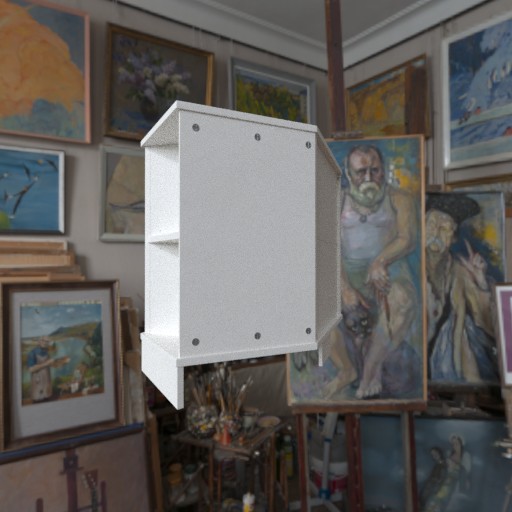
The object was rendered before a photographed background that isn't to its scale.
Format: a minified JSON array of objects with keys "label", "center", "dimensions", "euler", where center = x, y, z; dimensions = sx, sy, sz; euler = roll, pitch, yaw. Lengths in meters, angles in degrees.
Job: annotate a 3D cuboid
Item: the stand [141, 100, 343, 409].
[{"label":"stand","center":[0.000,0.000,1.389],"dimensions":[0.477,0.614,1.072],"euler":[0,0,17]}]
